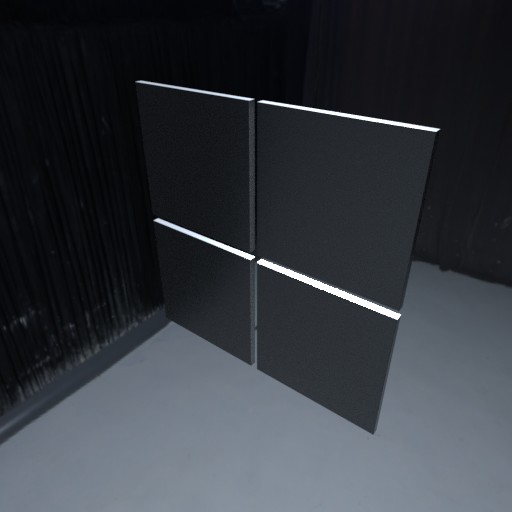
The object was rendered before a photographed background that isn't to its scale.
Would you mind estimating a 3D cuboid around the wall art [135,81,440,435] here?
[{"bbox_3d":[0.000,0.000,1.655,1.118,1.118,0.029,22,37,32],"label":"wall art"}]
